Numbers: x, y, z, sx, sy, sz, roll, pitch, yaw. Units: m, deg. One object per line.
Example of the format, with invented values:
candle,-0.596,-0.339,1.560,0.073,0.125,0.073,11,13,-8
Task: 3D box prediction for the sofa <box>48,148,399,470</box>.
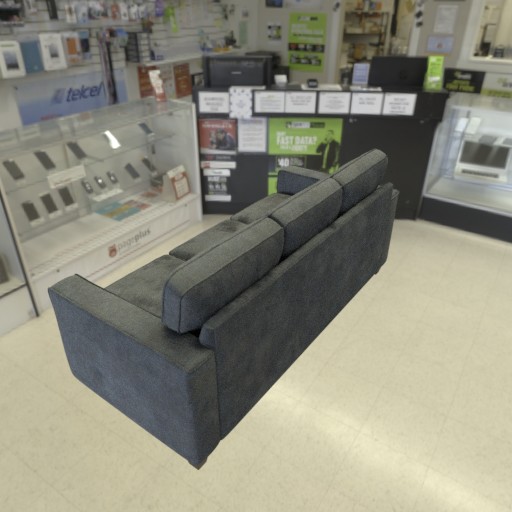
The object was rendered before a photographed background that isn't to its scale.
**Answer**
sofa,0.000,0.000,2.658,0.939,0.965,2.133,21,37,30
